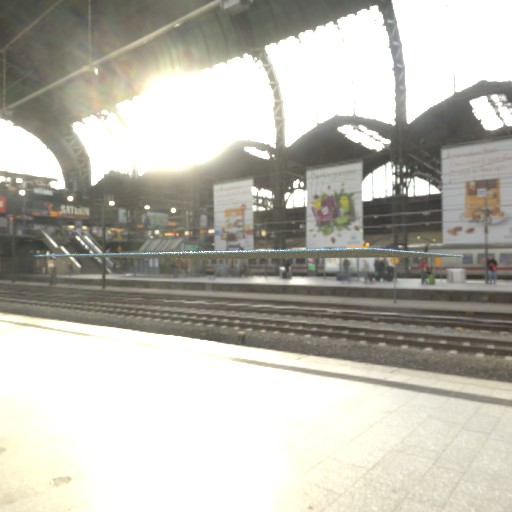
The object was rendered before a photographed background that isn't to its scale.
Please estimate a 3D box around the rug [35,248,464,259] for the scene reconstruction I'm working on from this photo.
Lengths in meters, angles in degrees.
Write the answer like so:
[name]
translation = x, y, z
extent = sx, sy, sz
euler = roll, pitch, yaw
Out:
[rug]
translation = 0.000, 0.000, 3.922
extent = 2.980, 0.012, 2.363
euler = -1, -1, 35
